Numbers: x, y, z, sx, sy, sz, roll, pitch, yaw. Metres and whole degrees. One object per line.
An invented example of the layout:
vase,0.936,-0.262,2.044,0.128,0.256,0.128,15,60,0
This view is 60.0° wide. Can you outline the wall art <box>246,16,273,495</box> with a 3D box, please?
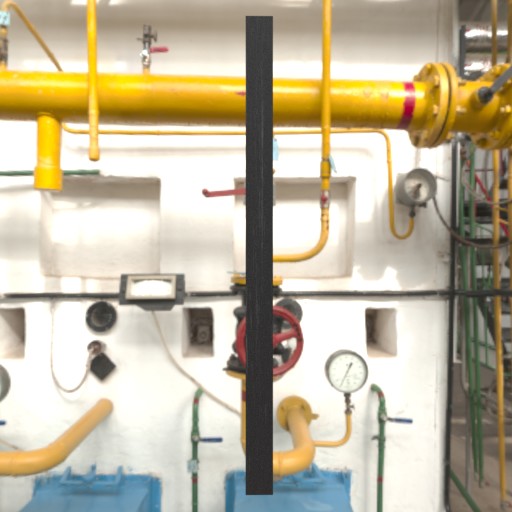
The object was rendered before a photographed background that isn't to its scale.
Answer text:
wall art,0.000,0.000,1.083,0.043,0.758,0.762,0,0,-1
